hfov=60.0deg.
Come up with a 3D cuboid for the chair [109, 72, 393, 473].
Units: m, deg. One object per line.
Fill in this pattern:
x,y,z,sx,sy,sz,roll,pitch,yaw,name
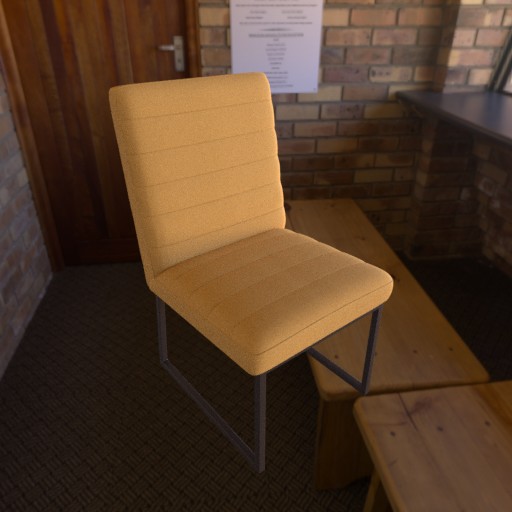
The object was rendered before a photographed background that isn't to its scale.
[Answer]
0.000,0.000,1.302,0.520,0.930,0.634,-21,36,-33,chair
